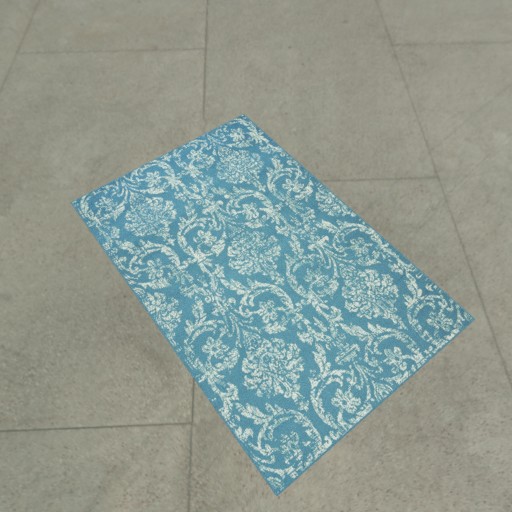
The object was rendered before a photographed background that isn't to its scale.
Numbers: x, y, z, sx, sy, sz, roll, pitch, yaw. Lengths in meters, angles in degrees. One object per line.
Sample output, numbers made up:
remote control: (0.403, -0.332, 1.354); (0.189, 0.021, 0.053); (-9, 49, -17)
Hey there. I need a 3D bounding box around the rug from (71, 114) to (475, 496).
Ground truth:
rug: (0.000, 0.000, 3.432); (1.816, 0.018, 2.746); (-33, 63, -19)
